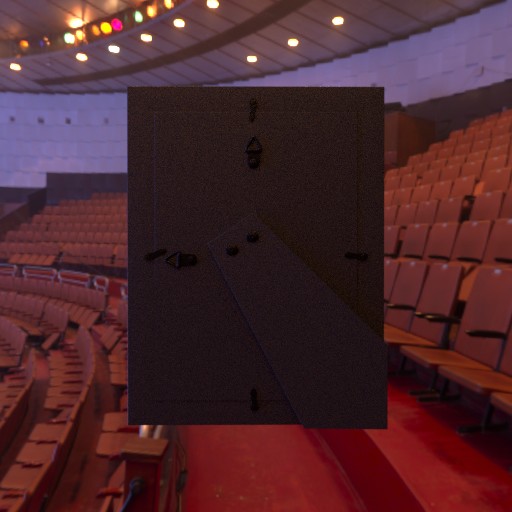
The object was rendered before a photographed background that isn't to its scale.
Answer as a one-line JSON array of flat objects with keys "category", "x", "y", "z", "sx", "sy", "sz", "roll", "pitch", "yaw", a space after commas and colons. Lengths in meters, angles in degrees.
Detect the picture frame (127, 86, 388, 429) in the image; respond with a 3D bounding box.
[{"category": "picture frame", "x": 0.000, "y": 0.000, "z": 0.278, "sx": 0.157, "sy": 0.208, "sz": 0.028, "roll": 0, "pitch": 0, "yaw": 0}]
